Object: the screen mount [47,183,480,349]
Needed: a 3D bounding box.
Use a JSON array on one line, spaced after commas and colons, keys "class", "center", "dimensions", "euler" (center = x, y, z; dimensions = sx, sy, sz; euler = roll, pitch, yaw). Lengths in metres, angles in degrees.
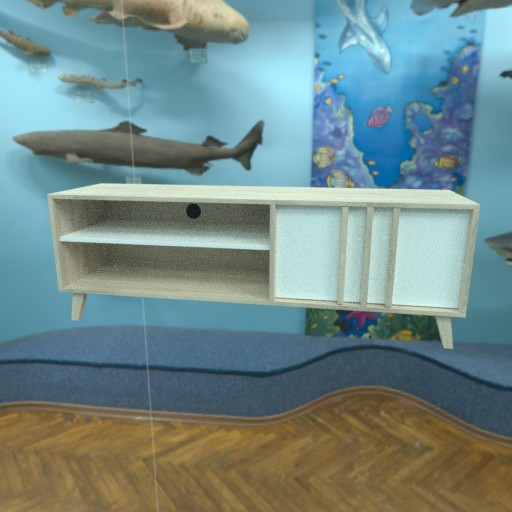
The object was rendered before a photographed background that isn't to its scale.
[{"class": "screen mount", "center": [0.000, 0.000, 1.772], "dimensions": [1.500, 0.510, 0.400], "euler": [3, 15, 10]}]
